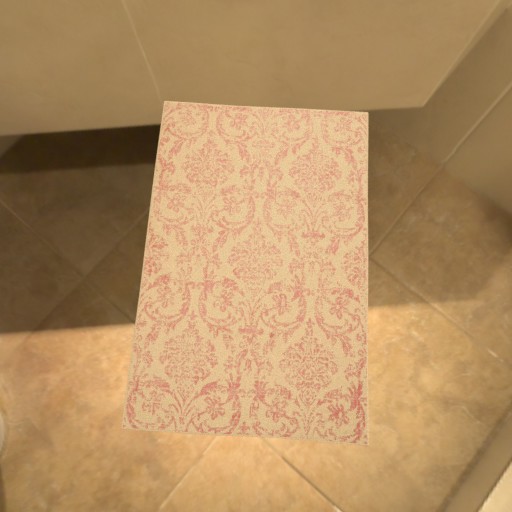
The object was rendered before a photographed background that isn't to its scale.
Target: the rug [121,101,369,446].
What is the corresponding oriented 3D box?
[{"bbox_3d":[0.000,0.000,3.586,1.819,0.018,2.746,3,75,1],"label":"rug"}]
